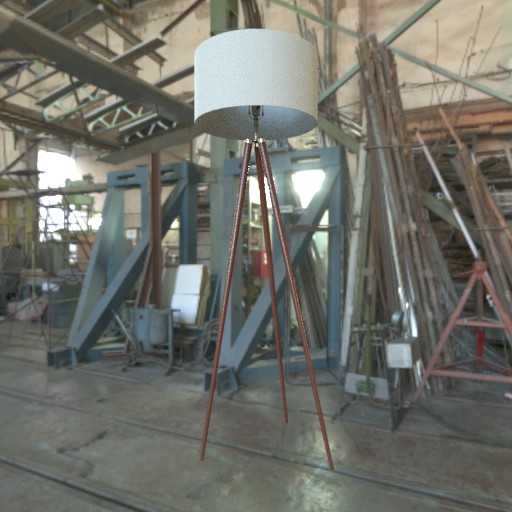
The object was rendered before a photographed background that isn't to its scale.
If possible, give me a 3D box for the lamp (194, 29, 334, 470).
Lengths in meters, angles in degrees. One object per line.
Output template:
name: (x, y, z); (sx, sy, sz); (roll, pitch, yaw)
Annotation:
lamp: (0.000, 0.000, 1.758); (0.483, 1.553, 0.483); (0, 1, -17)
